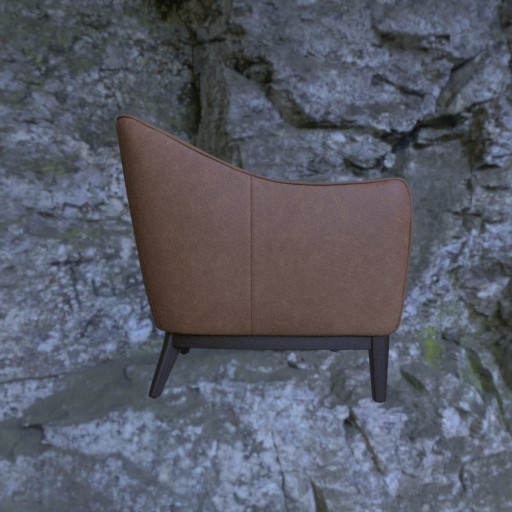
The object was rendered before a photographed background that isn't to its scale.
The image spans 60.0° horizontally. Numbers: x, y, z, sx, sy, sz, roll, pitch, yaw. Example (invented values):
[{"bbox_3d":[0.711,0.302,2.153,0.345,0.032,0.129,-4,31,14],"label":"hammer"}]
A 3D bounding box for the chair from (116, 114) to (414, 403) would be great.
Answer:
[{"bbox_3d":[0.000,0.000,1.591,0.852,0.830,0.871,0,0,-1],"label":"chair"}]
